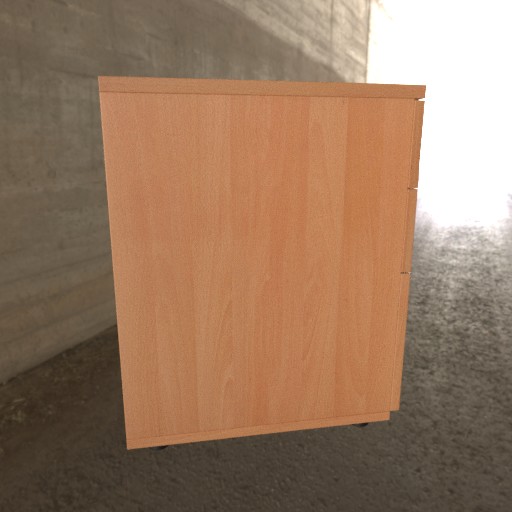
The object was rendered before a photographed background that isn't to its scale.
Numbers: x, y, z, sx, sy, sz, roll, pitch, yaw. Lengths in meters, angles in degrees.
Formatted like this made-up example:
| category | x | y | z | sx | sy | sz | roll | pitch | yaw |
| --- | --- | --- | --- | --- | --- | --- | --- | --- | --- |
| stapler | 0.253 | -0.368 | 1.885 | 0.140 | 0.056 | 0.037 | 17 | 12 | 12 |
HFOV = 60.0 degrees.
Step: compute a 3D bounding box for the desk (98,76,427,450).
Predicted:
| category | x | y | z | sx | sy | sz | roll | pitch | yaw |
| --- | --- | --- | --- | --- | --- | --- | --- | --- | --- |
| desk | 0.000 | 0.000 | 1.058 | 0.600 | 0.730 | 0.404 | -2 | 14 | -10 |
